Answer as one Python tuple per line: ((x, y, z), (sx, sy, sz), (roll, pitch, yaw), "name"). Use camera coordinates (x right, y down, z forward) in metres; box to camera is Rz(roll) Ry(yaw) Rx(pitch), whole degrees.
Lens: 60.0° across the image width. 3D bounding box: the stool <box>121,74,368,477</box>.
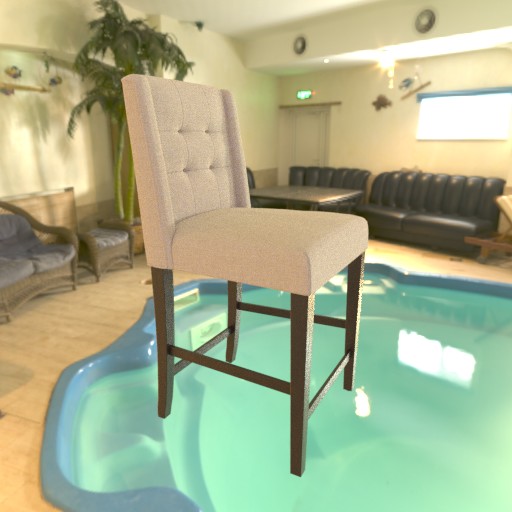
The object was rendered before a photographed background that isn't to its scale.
((0.000, 0.000, 1.238), (0.509, 0.939, 0.474), (8, 17, 27), "stool")
